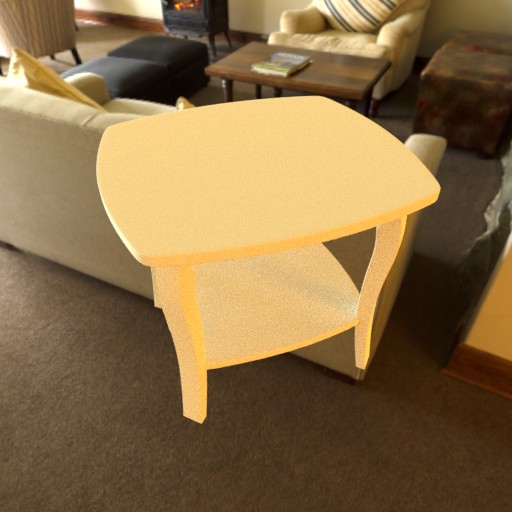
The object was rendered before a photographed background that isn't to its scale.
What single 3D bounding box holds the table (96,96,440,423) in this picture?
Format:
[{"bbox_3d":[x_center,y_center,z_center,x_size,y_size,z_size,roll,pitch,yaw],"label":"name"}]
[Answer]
[{"bbox_3d":[0.000,0.000,0.866,0.502,0.438,0.451,-13,42,-15],"label":"table"}]
